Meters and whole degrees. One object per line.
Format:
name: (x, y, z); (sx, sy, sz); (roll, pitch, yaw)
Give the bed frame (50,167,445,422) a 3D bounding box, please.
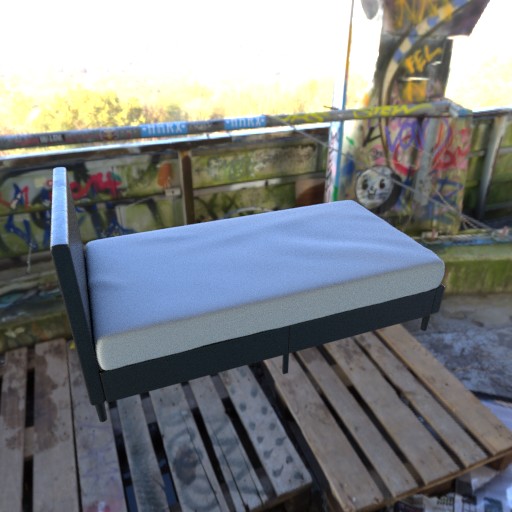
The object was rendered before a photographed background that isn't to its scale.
bed frame: (0.000, 0.000, 2.562); (2.152, 1.046, 1.038); (-11, 31, -18)
